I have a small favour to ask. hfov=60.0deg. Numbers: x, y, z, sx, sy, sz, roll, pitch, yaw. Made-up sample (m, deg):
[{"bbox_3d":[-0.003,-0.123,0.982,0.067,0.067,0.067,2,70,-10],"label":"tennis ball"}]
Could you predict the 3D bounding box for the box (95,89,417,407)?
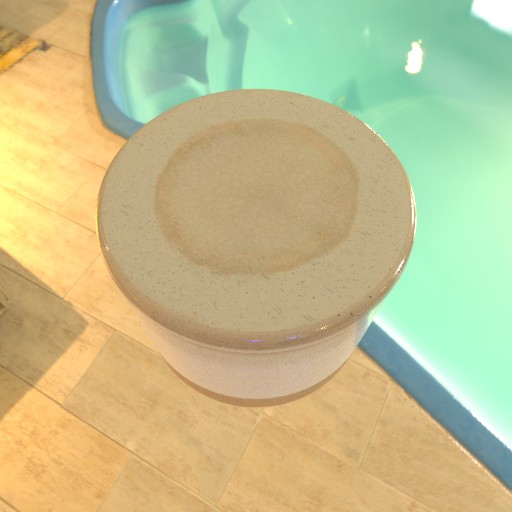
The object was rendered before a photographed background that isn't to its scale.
[{"bbox_3d":[0.000,0.000,0.263,0.154,0.123,0.154,0,58,0],"label":"box"}]
